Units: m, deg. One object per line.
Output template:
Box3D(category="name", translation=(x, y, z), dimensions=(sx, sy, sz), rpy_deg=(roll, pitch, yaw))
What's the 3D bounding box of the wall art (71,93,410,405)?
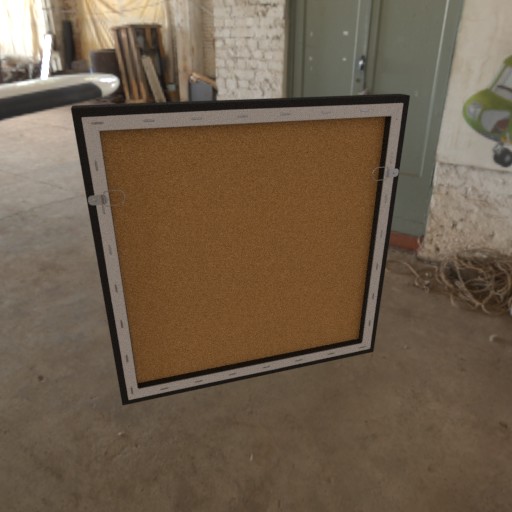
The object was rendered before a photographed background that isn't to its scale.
Box3D(category="wall art", translation=(0.000, 0.000, 1.136), dimensions=(0.758, 0.758, 0.044), rpy_deg=(-8, 27, -16))
